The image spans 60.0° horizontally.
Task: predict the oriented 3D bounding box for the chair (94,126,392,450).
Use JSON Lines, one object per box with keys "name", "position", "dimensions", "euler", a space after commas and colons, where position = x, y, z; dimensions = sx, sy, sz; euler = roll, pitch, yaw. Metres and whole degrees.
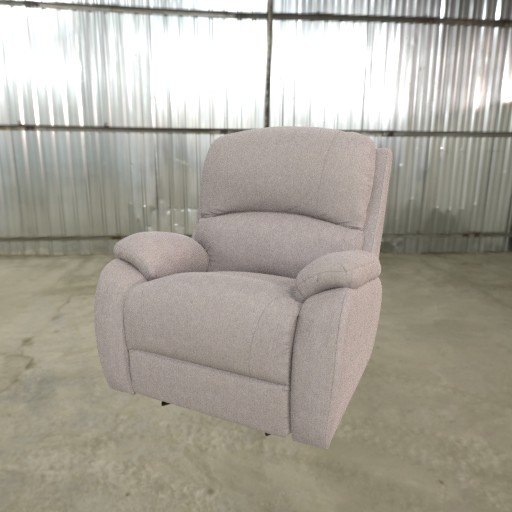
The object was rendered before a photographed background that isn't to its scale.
{"name": "chair", "position": [0.000, 0.000, 1.744], "dimensions": [0.930, 1.011, 0.899], "euler": [6, 15, 24]}
